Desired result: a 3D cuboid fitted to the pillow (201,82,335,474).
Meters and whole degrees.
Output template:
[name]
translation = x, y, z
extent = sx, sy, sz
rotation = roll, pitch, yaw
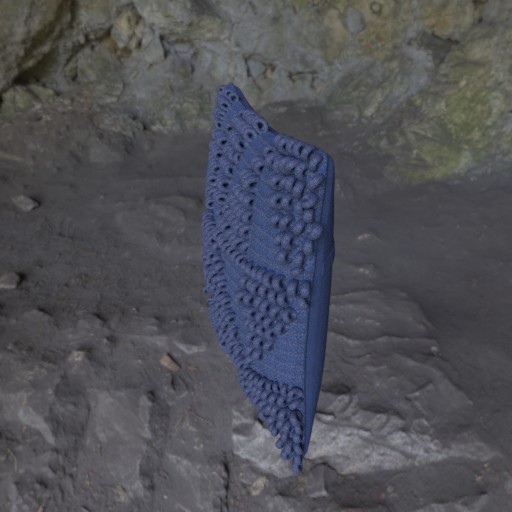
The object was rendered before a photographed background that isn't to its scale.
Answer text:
[pillow]
translation = 0.000, 0.000, 0.708
extent = 0.172, 0.466, 0.469
rotation = -7, 30, -13
